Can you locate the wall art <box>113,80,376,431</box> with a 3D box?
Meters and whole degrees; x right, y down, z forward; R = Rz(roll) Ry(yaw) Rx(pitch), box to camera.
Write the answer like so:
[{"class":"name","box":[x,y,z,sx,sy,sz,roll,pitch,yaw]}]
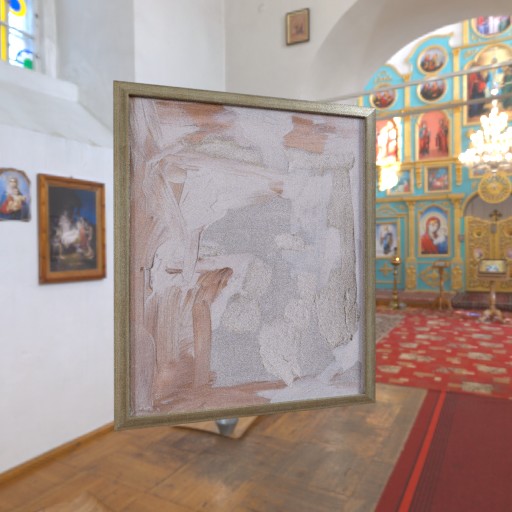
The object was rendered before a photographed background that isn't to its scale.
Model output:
[{"class":"wall art","box":[0.000,0.000,0.914,0.559,0.660,0.018,0,0,-16]}]
